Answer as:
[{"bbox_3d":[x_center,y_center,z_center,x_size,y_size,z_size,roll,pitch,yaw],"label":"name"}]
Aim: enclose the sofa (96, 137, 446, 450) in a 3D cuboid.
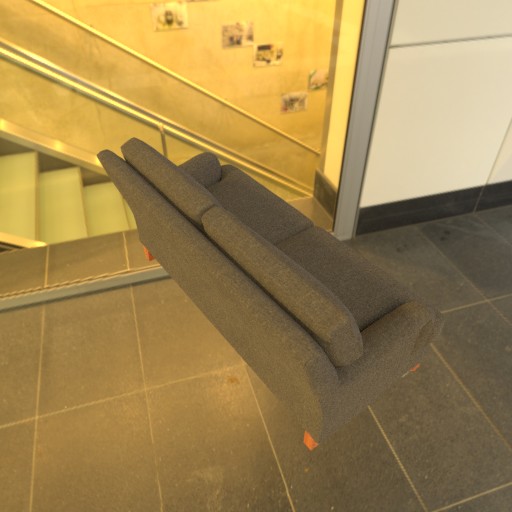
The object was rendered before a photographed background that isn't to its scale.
[{"bbox_3d":[0.000,0.000,2.835,1.087,1.054,2.160,-26,47,-27],"label":"sofa"}]
